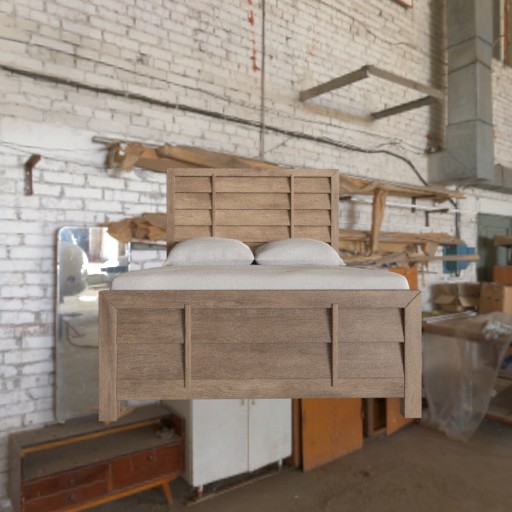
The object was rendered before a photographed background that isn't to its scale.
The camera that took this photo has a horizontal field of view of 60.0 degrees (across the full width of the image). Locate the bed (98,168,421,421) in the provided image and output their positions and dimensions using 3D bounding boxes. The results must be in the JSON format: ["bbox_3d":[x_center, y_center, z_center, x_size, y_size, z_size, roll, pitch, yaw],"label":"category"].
[{"bbox_3d":[0.000,0.000,3.210,1.615,1.631,2.017,0,0,-2],"label":"bed"}]
